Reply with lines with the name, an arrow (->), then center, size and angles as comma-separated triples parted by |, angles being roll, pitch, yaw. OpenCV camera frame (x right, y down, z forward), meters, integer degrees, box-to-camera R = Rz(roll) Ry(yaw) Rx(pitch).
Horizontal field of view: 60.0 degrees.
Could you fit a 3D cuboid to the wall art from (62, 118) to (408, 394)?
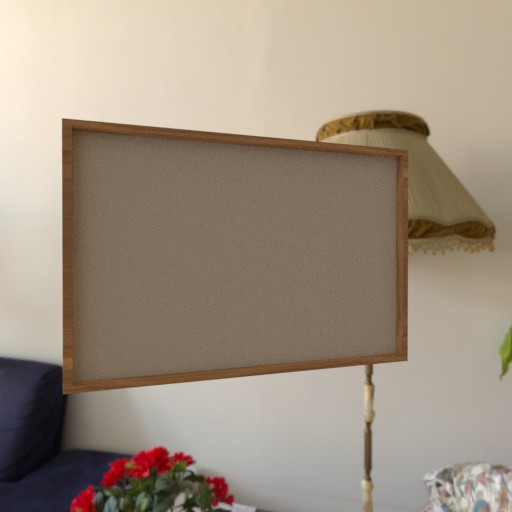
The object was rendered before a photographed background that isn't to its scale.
wall art -> 0.000, 0.000, 1.137 | 0.911, 0.605, 0.037 | 0, 1, -19
